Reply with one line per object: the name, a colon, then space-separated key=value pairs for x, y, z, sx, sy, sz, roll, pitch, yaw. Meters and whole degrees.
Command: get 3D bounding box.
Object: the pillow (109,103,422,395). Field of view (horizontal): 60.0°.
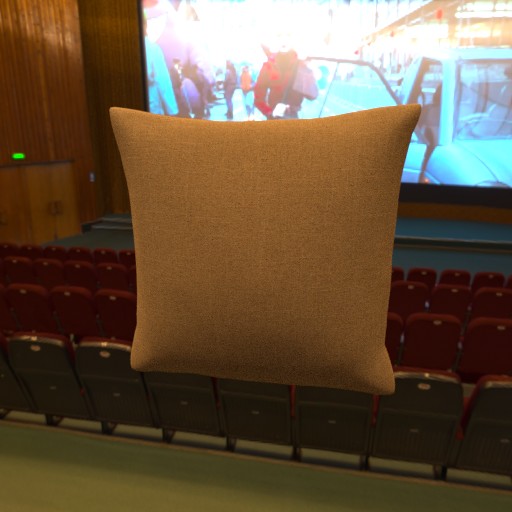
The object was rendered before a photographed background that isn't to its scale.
pillow: x=0.000 y=0.000 z=0.778 sx=0.511 sy=0.503 sz=0.182 roll=3 pitch=17 yaw=10
